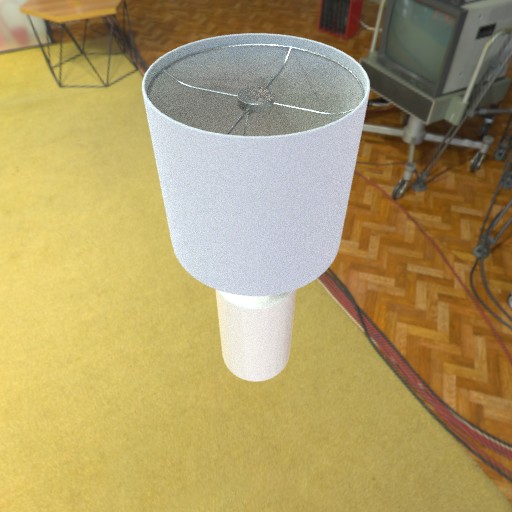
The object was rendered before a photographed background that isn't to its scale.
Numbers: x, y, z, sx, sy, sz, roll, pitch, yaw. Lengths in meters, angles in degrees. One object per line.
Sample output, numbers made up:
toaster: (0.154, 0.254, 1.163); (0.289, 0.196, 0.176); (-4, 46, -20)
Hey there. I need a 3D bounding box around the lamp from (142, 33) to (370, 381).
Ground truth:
lamp: (0.000, 0.000, 0.596); (0.212, 0.493, 0.212); (17, 49, 15)
